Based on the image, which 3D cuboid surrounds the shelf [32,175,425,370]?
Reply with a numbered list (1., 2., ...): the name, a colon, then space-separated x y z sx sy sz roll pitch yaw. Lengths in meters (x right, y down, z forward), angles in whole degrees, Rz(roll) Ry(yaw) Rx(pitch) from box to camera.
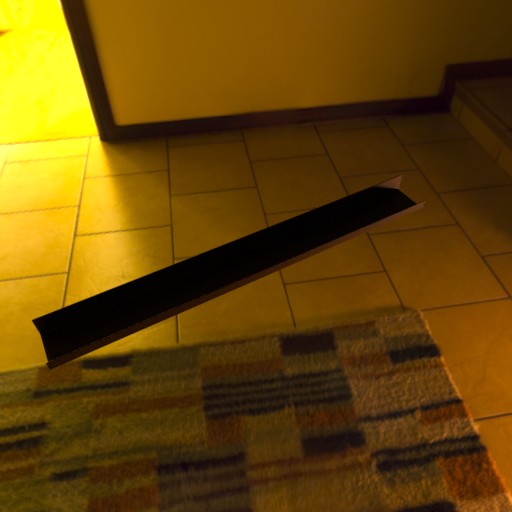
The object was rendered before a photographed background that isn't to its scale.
1. shelf: 0.000 0.000 0.984 0.924 0.049 0.092 -22 51 -20
